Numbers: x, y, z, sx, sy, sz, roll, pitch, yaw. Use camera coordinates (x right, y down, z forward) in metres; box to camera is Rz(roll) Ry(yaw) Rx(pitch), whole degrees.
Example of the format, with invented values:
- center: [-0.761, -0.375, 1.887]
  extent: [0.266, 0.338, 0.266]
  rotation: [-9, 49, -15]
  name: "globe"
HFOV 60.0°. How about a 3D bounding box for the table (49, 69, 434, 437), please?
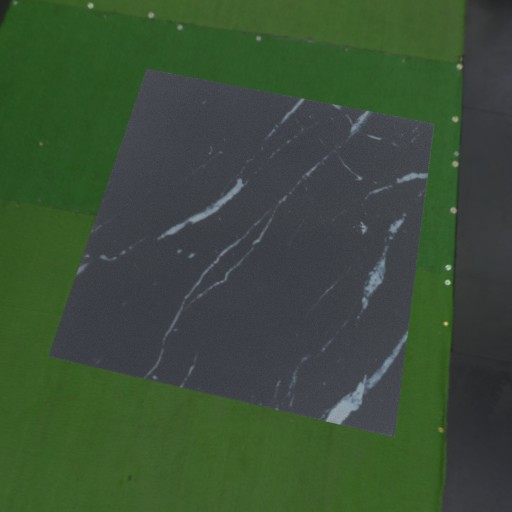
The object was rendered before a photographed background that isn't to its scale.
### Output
- center: [0.000, 0.000, 1.318]
  extent: [0.800, 0.450, 0.800]
  rotation: [12, 74, 3]
  name: "table"
